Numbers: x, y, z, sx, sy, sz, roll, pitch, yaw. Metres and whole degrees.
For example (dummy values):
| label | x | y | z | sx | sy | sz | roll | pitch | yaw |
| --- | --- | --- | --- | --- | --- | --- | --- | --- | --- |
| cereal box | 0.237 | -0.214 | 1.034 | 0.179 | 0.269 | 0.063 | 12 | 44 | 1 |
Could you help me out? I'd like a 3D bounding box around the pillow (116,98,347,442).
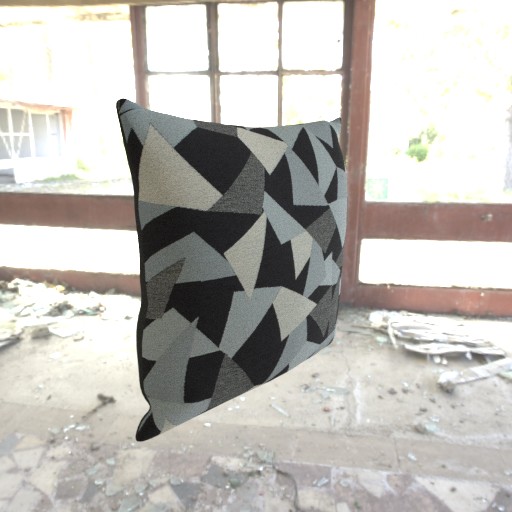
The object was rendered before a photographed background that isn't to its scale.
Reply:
| label | x | y | z | sx | sy | sz | roll | pitch | yaw |
| --- | --- | --- | --- | --- | --- | --- | --- | --- | --- |
| pillow | 0.000 | 0.000 | 0.776 | 0.208 | 0.496 | 0.503 | 14 | 20 | 43 |
